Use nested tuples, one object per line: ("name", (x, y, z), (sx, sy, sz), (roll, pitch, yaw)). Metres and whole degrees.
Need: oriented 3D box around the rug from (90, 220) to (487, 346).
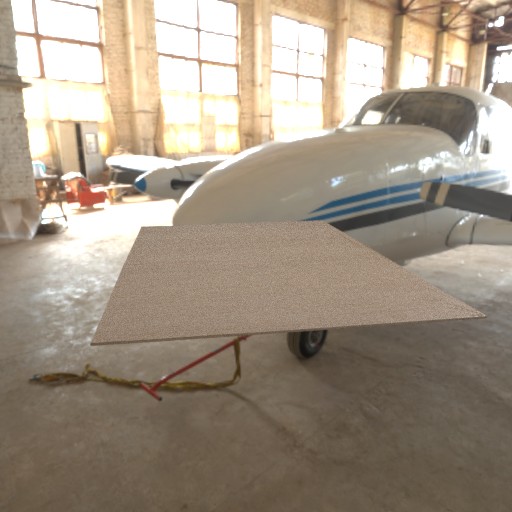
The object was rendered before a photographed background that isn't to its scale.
("rug", (0.000, 0.000, 3.559), (2.032, 0.038, 2.869), (-2, 15, -9))
